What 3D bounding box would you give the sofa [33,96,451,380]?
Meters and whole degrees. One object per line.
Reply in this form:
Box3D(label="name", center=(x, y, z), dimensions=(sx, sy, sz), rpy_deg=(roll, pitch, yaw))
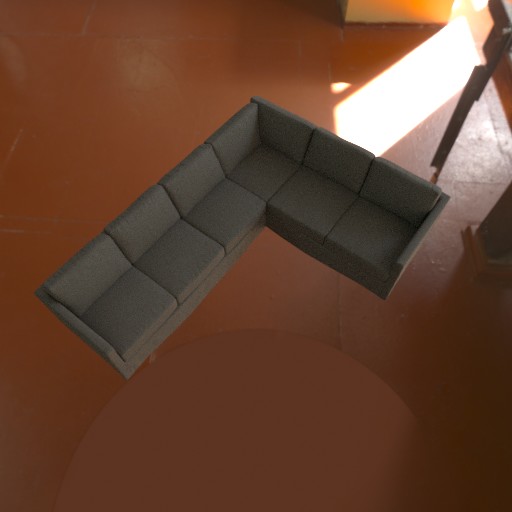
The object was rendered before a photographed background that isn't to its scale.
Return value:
Box3D(label="sofa", center=(0.000, 0.000, 4.290), dimensions=(2.432, 0.871, 3.182), rpy_deg=(33, 64, 18))
